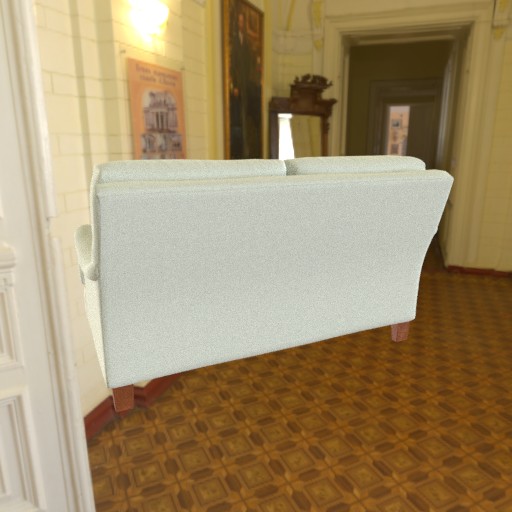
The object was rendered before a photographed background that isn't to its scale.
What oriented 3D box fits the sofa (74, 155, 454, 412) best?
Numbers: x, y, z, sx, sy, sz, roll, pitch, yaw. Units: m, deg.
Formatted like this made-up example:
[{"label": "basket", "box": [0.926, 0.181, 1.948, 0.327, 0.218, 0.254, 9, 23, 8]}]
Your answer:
[{"label": "sofa", "box": [0.000, 0.000, 2.492, 1.853, 1.101, 1.084, -7, 16, -25]}]
